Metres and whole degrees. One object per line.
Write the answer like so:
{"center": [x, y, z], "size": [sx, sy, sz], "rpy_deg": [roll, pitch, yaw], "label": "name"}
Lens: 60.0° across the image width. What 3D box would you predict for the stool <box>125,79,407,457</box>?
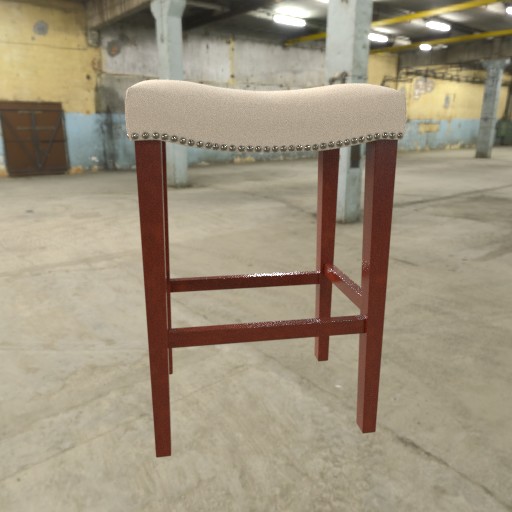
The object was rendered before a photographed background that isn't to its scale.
{"center": [0.000, 0.000, 1.022], "size": [0.504, 0.742, 0.372], "rpy_deg": [-3, 16, -9], "label": "stool"}
